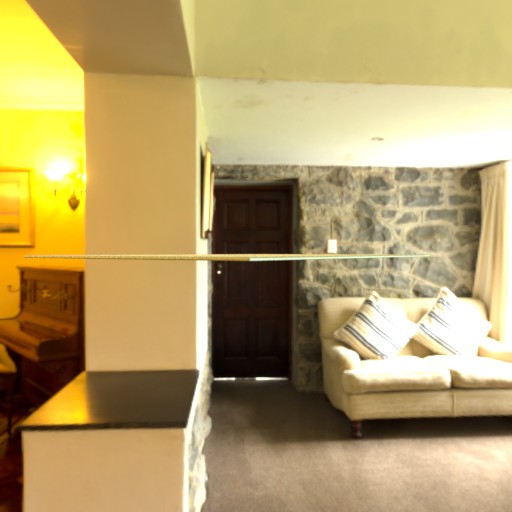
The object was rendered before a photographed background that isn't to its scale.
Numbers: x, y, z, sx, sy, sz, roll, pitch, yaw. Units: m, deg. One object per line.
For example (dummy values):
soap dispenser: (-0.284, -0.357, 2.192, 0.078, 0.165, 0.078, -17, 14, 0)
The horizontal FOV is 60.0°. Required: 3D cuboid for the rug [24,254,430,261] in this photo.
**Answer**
rug: (0.000, 0.000, 2.882, 1.589, 0.014, 2.205, 0, 1, 37)
